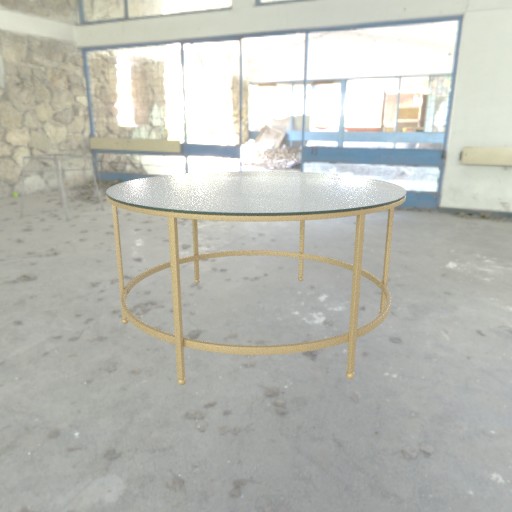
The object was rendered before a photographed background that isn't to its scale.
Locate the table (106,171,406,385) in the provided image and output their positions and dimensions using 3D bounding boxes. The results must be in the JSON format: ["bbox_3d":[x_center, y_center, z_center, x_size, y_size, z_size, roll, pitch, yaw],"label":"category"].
[{"bbox_3d":[0.000,0.000,1.484,0.914,0.470,0.914,0,17,0],"label":"table"}]
